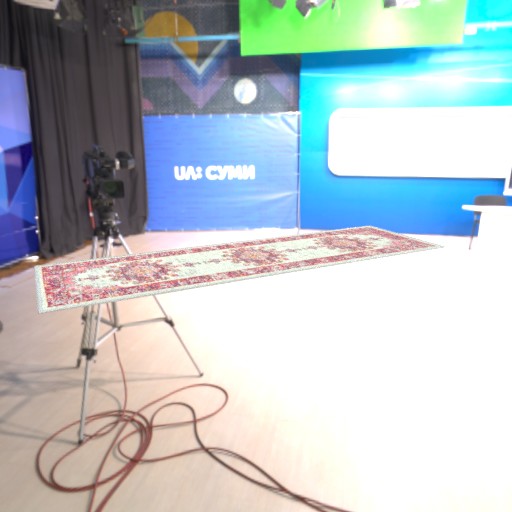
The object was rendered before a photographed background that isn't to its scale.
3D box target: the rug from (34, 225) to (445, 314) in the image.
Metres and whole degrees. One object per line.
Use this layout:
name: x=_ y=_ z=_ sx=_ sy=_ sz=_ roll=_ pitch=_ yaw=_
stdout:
rug: x=0.000 y=0.000 z=2.034 sx=1.824 sy=0.009 sz=0.562 roll=-8 pitch=18 yaw=-26
